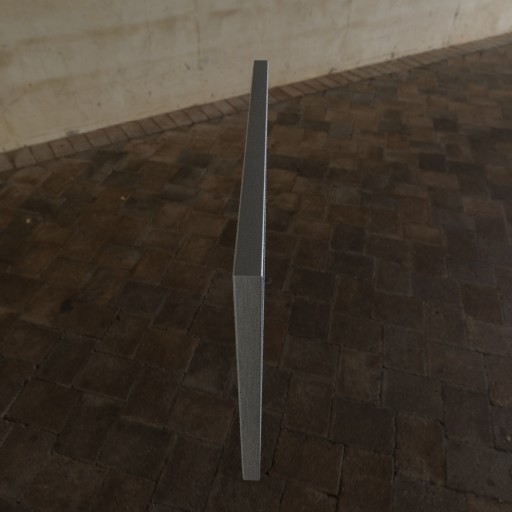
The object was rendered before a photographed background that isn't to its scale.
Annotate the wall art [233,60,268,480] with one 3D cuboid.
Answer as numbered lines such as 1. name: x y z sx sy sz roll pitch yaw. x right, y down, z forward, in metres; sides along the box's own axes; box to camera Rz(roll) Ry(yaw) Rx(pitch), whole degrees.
1. wall art: 0.000 0.000 0.754 0.028 0.457 0.556 1 42 1
